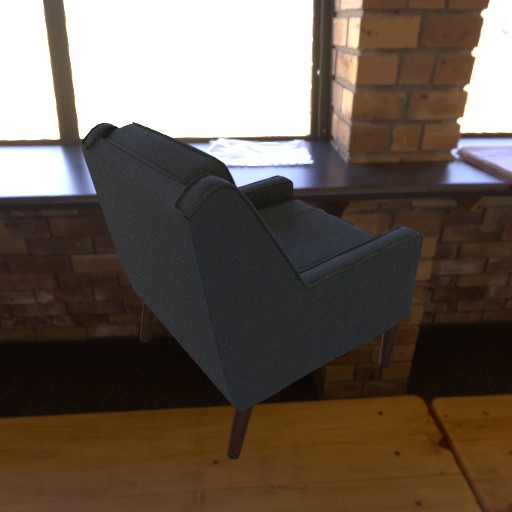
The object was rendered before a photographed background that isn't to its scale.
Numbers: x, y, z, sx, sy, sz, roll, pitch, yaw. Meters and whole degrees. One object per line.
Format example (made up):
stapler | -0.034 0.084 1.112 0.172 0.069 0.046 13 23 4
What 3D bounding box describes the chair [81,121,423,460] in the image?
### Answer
chair | 0.000 0.000 1.329 0.733 0.780 0.663 -19 33 -31
